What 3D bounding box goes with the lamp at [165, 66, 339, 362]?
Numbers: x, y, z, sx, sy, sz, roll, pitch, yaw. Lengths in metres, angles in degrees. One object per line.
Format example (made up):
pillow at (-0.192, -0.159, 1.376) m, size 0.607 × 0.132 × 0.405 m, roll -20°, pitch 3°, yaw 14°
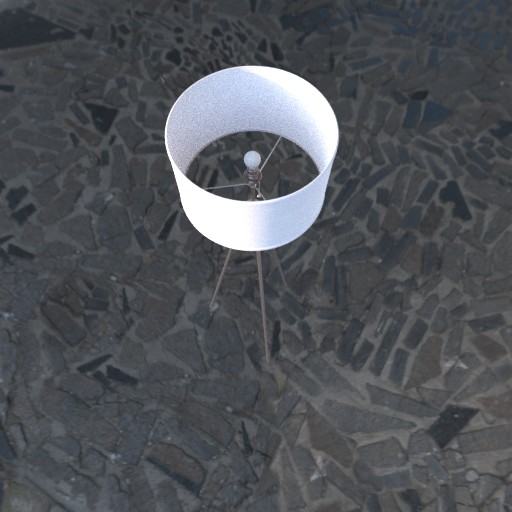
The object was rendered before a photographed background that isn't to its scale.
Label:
lamp at (0.000, 0.000, 1.753) m, size 0.448 × 1.545 × 0.458 m, roll 37°, pitch 71°, yaw 15°
